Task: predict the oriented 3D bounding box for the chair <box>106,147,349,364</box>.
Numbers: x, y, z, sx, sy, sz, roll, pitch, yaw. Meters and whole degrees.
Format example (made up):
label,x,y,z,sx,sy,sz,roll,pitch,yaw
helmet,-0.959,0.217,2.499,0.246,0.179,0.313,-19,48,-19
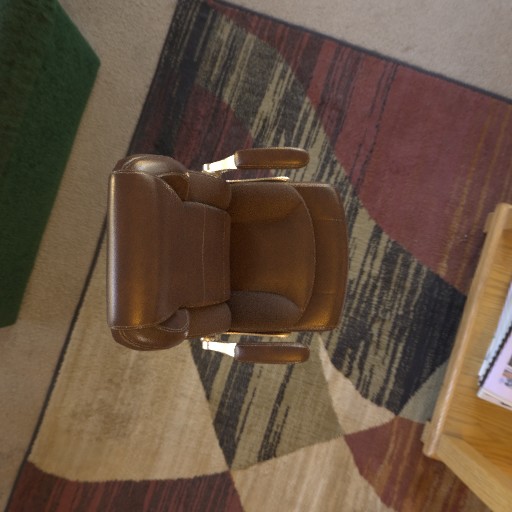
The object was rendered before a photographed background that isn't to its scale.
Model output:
label,x,y,z,sx,sy,sz,roll,pitch,yaw
chair,0.000,0.000,1.628,0.774,1.160,0.733,0,89,-1
